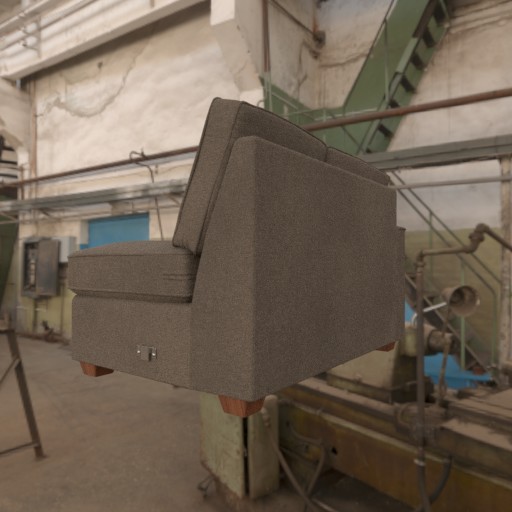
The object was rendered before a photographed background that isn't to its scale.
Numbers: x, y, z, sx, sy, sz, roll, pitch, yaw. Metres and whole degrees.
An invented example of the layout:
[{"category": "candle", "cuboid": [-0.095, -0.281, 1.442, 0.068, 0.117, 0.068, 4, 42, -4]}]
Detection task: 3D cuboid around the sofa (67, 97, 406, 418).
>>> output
[{"category": "sofa", "cuboid": [0.000, 0.000, 2.097, 0.991, 0.989, 1.388, -1, -1, 36]}]
